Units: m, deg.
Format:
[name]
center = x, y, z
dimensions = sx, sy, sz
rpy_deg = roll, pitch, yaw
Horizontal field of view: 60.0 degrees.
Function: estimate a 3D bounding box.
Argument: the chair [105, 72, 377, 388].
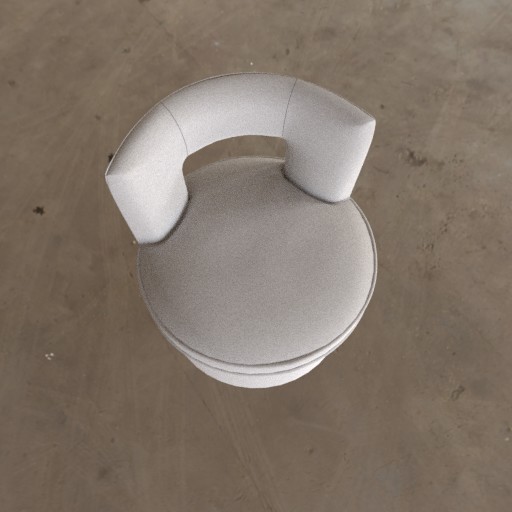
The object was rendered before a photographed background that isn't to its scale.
[chair]
center = 0.000, 0.000, 1.241
dimensions = 0.650, 0.723, 0.665
rpy_deg = -13, 64, -7
